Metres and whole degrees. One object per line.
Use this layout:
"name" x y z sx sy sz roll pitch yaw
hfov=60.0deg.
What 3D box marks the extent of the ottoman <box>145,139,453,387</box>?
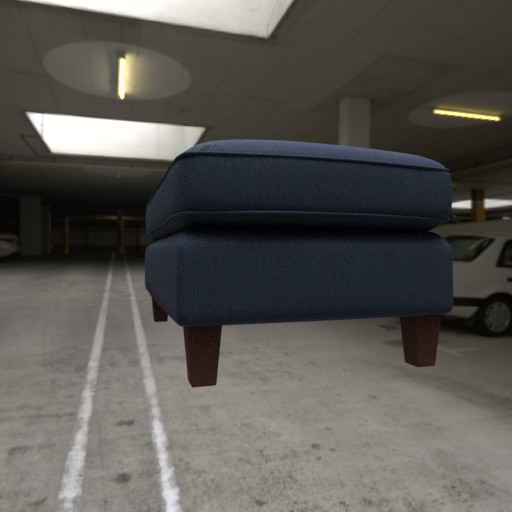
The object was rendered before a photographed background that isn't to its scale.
"ottoman" 0.000 0.000 1.191 0.570 0.438 0.885 0 0 -17
